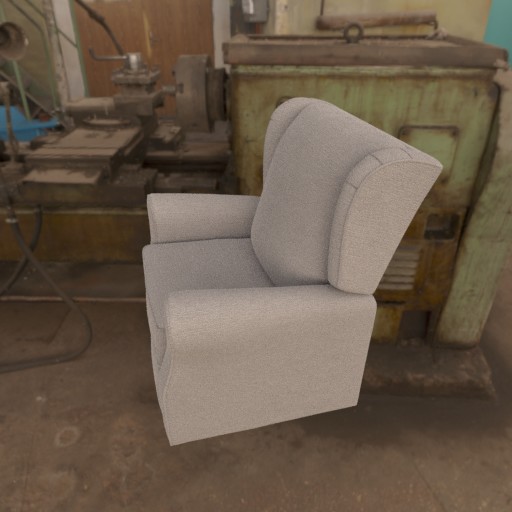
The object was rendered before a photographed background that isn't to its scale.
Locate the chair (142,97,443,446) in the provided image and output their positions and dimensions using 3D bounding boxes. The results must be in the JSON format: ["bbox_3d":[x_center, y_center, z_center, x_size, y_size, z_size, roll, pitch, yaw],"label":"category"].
[{"bbox_3d":[0.000,0.000,1.646,0.854,0.966,0.906,-8,32,-13],"label":"chair"}]
